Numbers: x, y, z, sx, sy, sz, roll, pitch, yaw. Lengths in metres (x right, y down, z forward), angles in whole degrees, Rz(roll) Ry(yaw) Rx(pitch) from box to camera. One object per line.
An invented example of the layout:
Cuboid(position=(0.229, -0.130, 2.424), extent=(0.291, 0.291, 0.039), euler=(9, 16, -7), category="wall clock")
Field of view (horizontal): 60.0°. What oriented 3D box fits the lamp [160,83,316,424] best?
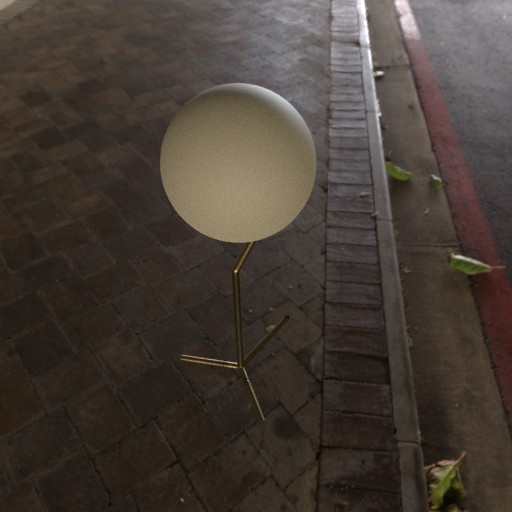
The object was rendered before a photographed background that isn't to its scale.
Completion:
Cuboid(position=(0.000, 0.000, 0.685), extent=(0.210, 0.552, 0.251), euler=(31, 53, 26), category="lamp")
